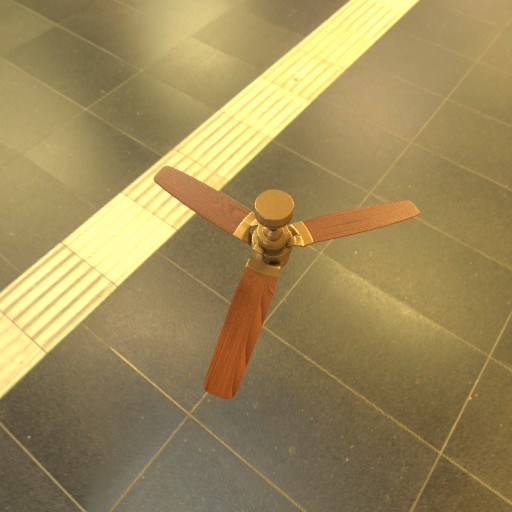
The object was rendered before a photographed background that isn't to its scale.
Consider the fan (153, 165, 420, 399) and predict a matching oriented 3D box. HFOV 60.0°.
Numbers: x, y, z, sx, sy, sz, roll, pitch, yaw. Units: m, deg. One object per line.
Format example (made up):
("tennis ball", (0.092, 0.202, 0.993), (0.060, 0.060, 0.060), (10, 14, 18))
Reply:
("fan", (0.000, 0.000, 2.055), (1.416, 0.425, 1.271), (15, 59, 9))
